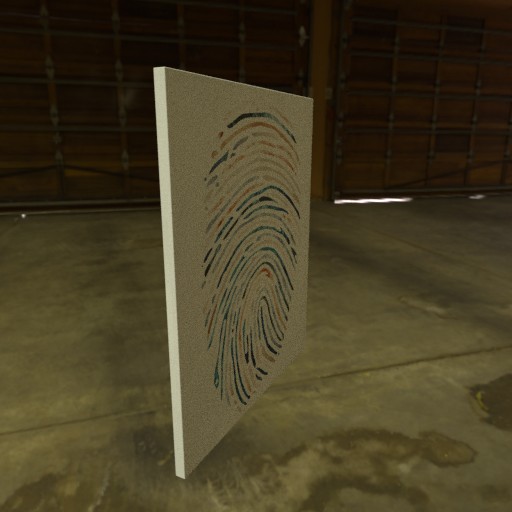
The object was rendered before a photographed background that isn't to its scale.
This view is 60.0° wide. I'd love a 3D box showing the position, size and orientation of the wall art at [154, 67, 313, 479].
[{"bbox_3d":[0.000,0.000,0.995,0.021,0.710,0.609,8,17,27],"label":"wall art"}]
